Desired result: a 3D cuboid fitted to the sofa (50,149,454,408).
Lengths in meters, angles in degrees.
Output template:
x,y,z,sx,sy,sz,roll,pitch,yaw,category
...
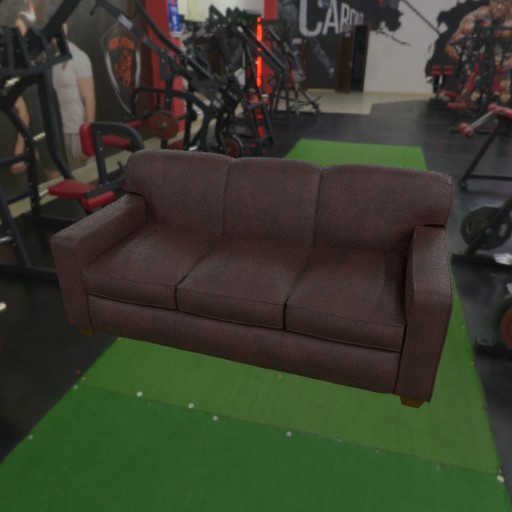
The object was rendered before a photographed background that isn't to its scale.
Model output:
x,y,z,sx,sy,sz,roll,pitch,yaw,category
0.000,0.000,2.536,2.039,0.953,1.008,8,27,16,sofa
